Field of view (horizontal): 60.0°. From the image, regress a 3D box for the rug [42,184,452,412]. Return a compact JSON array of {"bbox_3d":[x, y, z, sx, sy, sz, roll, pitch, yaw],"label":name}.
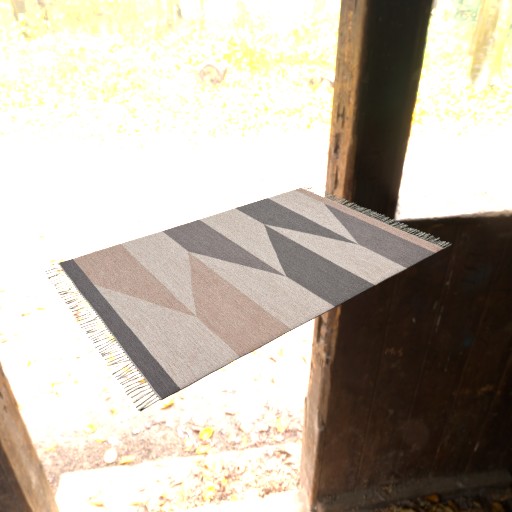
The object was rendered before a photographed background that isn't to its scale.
[{"bbox_3d":[0.000,0.000,2.514,2.021,0.027,1.224,-21,37,-32],"label":"rug"}]
